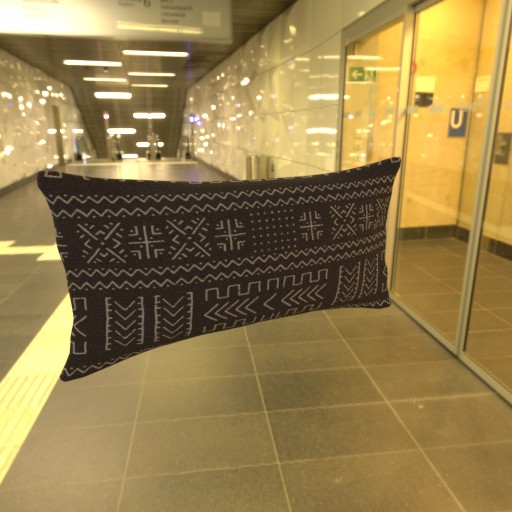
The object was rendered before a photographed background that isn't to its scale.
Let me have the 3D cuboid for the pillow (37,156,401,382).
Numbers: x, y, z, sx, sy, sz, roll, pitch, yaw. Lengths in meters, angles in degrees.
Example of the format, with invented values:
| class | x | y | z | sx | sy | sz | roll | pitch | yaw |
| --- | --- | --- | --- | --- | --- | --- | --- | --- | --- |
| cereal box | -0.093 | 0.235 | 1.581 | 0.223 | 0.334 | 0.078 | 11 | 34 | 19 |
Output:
| class | x | y | z | sx | sy | sz | roll | pitch | yaw |
| --- | --- | --- | --- | --- | --- | --- | --- | --- | --- |
| pillow | 0.000 | 0.000 | 0.776 | 0.667 | 0.322 | 0.135 | -8 | 18 | -26 |
